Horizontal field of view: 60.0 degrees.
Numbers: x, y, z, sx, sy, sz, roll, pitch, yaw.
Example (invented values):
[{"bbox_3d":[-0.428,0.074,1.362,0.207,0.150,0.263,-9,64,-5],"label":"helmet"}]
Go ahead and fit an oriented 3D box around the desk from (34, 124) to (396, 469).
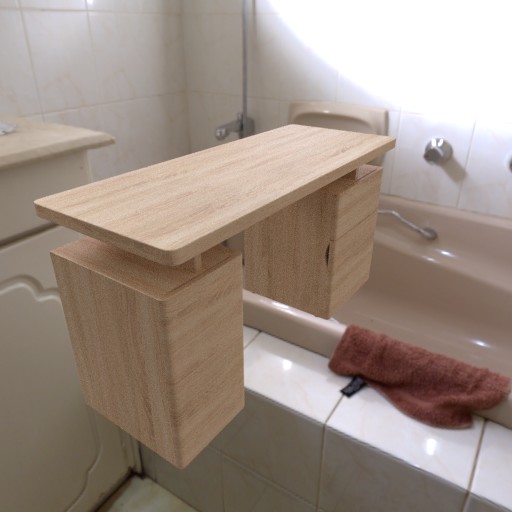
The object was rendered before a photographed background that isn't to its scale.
[{"bbox_3d":[0.000,0.000,1.772,0.550,0.760,1.400,18,32,31],"label":"desk"}]
